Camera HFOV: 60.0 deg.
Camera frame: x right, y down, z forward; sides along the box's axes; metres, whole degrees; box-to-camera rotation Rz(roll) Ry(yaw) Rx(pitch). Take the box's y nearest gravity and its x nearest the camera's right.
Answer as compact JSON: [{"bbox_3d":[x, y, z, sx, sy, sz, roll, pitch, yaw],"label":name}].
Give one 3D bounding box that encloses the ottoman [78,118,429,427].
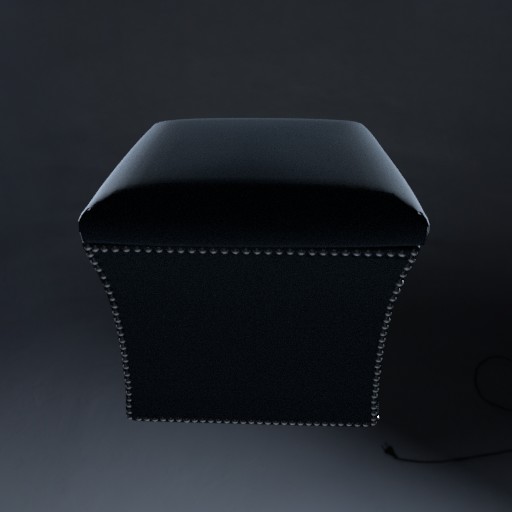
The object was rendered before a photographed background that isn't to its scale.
[{"bbox_3d":[0.000,0.000,0.910,0.507,0.475,0.497,1,31,2],"label":"ottoman"}]
